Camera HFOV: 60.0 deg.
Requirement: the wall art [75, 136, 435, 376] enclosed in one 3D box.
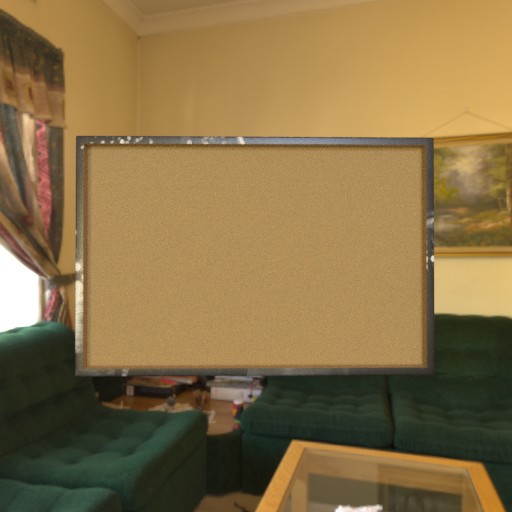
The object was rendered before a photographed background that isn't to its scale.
[{"bbox_3d":[0.000,0.000,0.769,0.609,0.406,0.037,0,0,-1],"label":"wall art"}]
